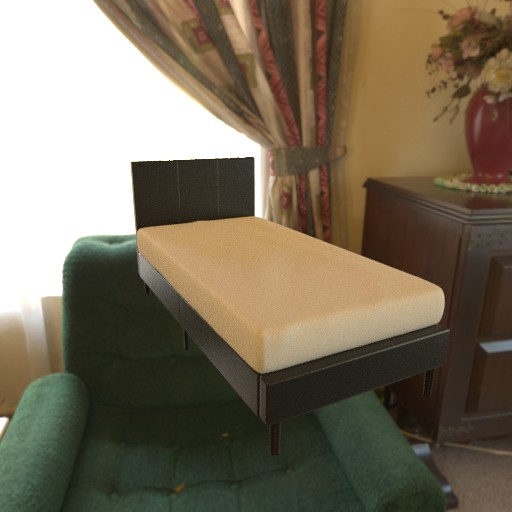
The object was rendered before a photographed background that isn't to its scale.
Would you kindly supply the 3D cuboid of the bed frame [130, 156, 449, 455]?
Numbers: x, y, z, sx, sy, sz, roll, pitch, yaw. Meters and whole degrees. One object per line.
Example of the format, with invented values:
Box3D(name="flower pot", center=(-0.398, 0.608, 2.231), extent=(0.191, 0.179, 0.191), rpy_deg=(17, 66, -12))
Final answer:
Box3D(name="bed frame", center=(0.000, 0.000, 2.610), extent=(1.038, 1.046, 2.152), rpy_deg=(-9, 19, -27))
